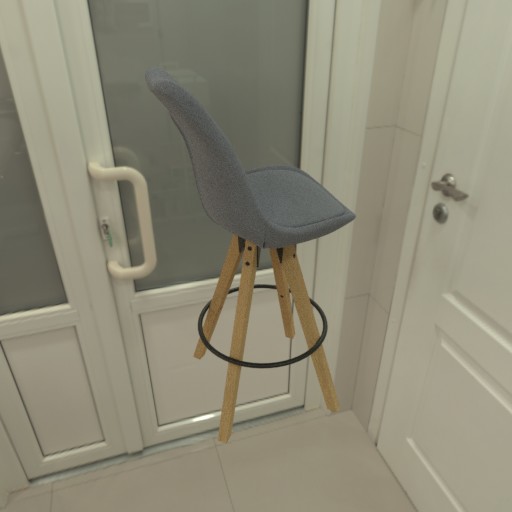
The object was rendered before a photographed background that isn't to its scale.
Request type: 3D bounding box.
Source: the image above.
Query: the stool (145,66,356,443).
[{"bbox_3d":[0.000,0.000,1.420,0.550,1.115,0.485,-9,32,-16],"label":"stool"}]
